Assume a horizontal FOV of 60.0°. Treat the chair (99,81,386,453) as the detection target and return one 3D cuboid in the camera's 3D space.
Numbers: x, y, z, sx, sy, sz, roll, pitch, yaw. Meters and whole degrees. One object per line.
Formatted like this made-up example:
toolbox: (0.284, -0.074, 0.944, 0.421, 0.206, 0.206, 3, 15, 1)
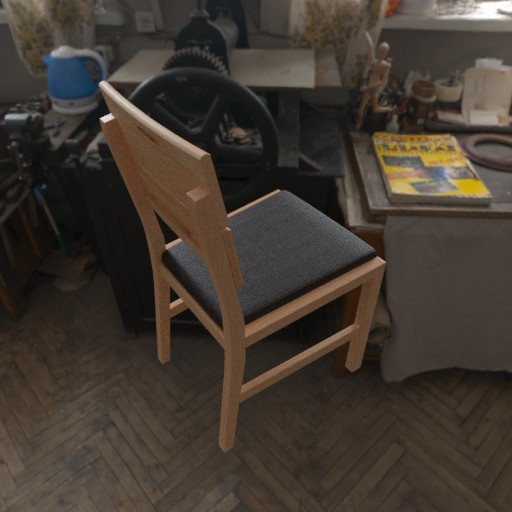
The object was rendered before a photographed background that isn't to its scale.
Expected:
chair: (0.000, 0.000, 1.243, 0.560, 0.950, 0.475, -25, 46, -27)
